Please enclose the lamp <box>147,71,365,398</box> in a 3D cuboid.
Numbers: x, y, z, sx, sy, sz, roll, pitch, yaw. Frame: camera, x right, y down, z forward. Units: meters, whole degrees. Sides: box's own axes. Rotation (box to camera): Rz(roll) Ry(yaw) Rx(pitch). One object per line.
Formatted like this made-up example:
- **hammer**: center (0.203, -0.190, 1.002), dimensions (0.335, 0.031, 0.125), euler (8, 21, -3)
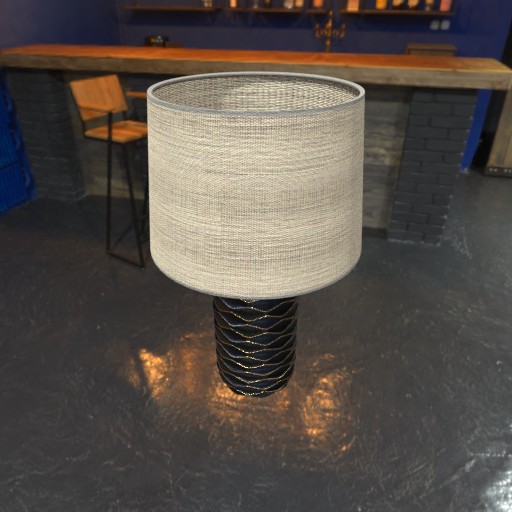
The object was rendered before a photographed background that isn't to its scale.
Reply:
- **lamp**: center (0.000, 0.000, 0.824), dimensions (0.376, 0.594, 0.376), euler (0, 30, 0)
